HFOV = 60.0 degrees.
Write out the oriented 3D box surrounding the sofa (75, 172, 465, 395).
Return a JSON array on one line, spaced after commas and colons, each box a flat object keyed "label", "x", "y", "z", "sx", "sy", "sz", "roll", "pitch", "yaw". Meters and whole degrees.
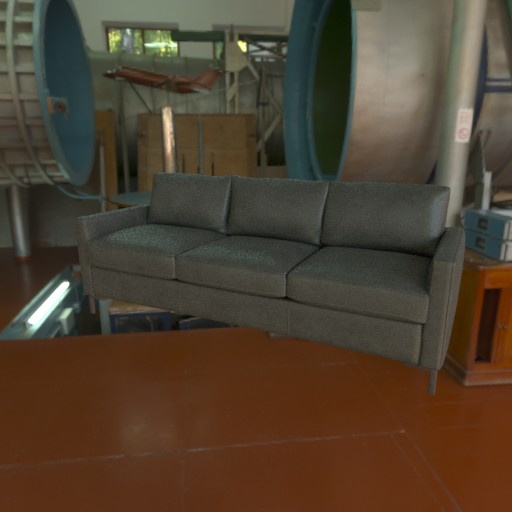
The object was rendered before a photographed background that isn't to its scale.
[{"label": "sofa", "x": 0.000, "y": 0.000, "z": 2.410, "sx": 2.029, "sy": 0.805, "sz": 0.748, "roll": 8, "pitch": 17, "yaw": 26}]
